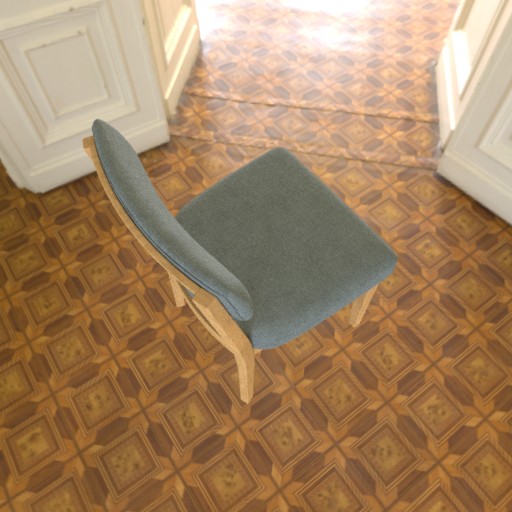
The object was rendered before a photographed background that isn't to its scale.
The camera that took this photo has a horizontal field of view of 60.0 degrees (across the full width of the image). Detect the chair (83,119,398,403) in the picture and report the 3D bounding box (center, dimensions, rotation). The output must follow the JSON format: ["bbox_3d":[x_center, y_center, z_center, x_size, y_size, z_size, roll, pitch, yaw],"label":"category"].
[{"bbox_3d":[0.000,0.000,1.190,0.572,0.832,0.508,-32,63,-18],"label":"chair"}]
